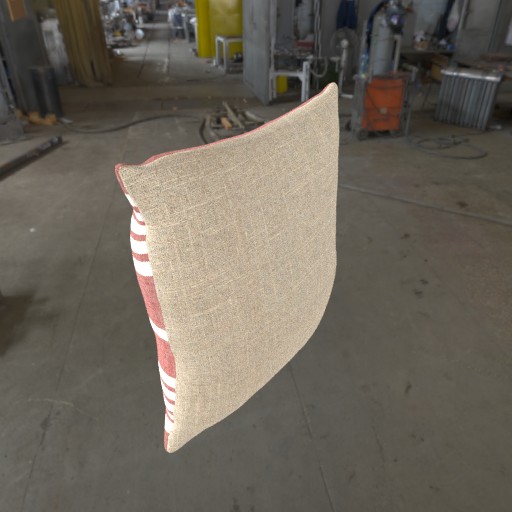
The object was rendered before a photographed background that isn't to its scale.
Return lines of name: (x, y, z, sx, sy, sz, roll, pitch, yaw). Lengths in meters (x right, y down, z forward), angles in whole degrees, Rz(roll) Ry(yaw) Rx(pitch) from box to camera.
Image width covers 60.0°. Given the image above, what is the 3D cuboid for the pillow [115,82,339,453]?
pillow: (0.000, 0.000, 0.658, 0.182, 0.427, 0.439, 21, 38, 30)
